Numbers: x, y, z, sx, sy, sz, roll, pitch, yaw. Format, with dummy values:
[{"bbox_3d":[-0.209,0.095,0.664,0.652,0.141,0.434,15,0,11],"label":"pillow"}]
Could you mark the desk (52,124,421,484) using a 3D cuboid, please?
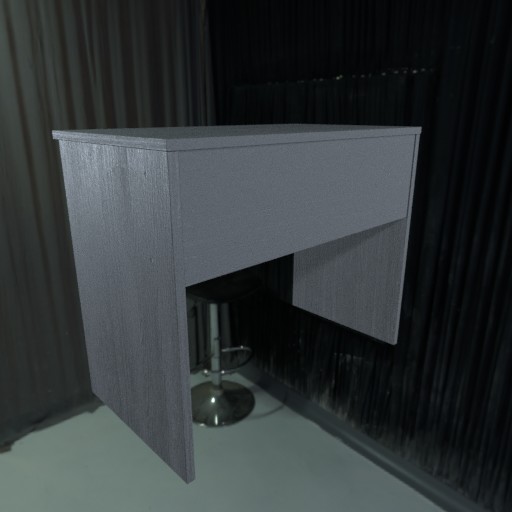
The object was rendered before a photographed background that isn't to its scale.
[{"bbox_3d":[0.000,0.000,1.310,0.893,0.724,0.498,-17,24,-41],"label":"desk"}]
